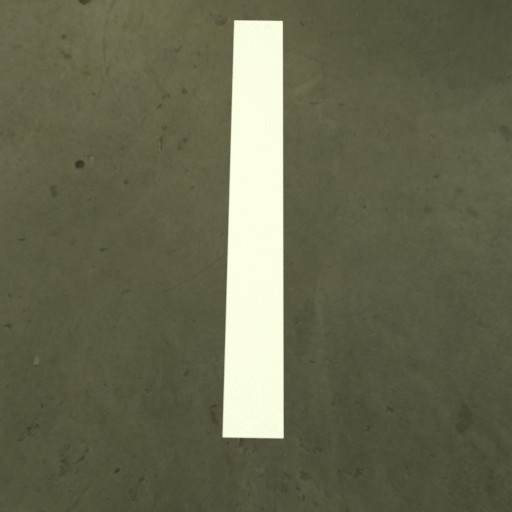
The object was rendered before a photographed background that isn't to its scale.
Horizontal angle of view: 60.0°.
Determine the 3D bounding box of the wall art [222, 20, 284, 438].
[{"bbox_3d":[0.000,0.000,0.458,0.038,0.305,0.305,1,77,0],"label":"wall art"}]
